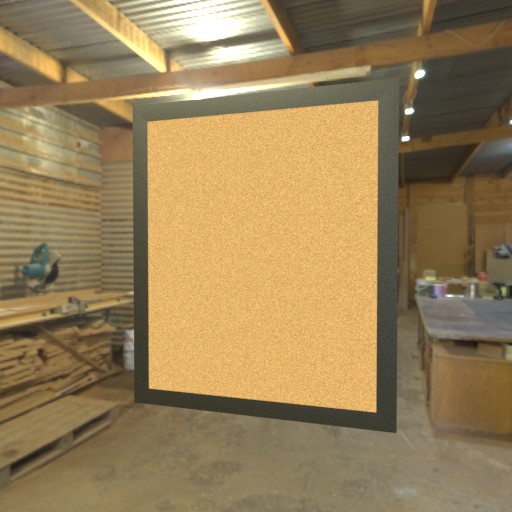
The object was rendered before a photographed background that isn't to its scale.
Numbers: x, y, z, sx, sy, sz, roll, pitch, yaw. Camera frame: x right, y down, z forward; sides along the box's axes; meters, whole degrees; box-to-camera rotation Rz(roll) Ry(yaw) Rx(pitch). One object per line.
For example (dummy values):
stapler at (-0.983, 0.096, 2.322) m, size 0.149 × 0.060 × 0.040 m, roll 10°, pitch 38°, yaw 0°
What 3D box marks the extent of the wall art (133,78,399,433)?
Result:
wall art at (0.000, 0.000, 0.709) m, size 0.432 × 0.508 × 0.025 m, roll 0°, pitch 1°, yaw 17°
